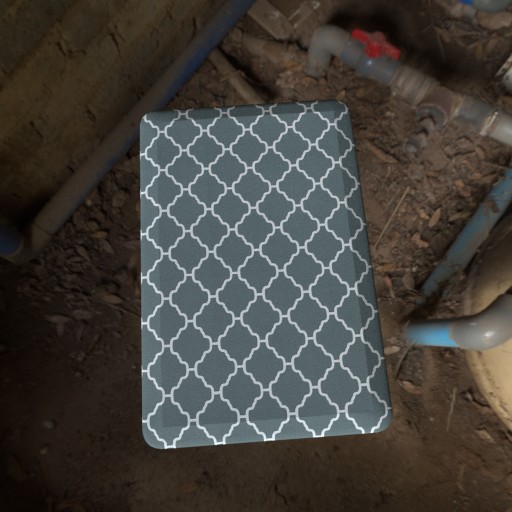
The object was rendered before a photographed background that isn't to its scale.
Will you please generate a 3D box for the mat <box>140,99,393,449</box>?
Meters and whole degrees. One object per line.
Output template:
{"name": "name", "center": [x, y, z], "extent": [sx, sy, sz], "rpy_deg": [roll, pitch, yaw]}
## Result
{"name": "mat", "center": [0.000, 0.000, 0.975], "extent": [0.508, 0.021, 0.762], "rpy_deg": [-4, 76, -1]}
